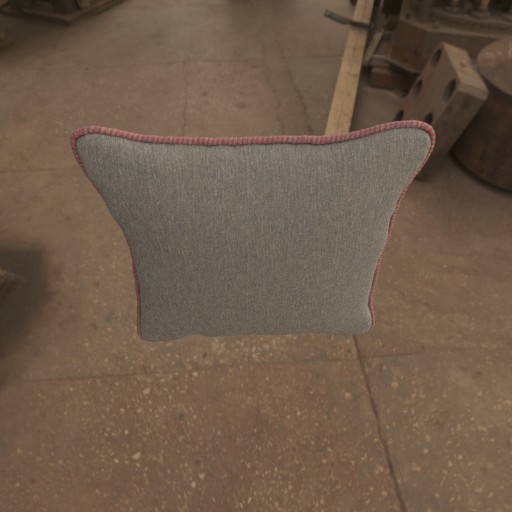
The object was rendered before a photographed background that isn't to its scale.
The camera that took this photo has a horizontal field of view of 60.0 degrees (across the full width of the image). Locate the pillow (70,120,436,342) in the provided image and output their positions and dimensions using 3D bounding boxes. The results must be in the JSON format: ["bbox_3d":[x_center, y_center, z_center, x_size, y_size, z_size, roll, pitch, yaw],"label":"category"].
[{"bbox_3d":[0.000,0.000,0.744,0.482,0.491,0.124,-2,46,-2],"label":"pillow"}]
